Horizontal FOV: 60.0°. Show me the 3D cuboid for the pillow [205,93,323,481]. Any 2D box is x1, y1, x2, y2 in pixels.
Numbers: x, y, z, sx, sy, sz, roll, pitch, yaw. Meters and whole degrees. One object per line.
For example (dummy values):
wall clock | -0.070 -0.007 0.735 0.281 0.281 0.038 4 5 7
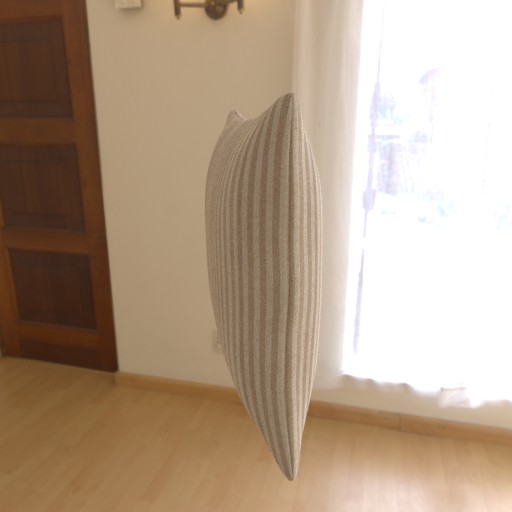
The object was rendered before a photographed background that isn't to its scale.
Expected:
pillow | 0.000 0.000 0.785 0.166 0.510 0.523 -3 16 -10
